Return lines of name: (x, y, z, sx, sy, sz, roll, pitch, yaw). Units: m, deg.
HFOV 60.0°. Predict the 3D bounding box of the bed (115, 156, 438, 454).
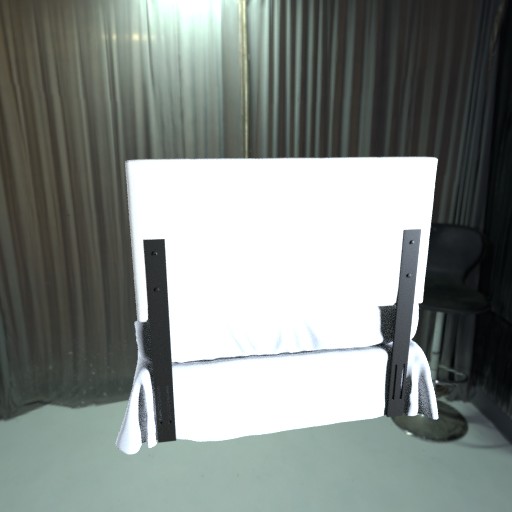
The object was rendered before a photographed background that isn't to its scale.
bed: (0.000, 0.000, 3.405, 1.936, 1.577, 2.222, -3, 16, -9)
